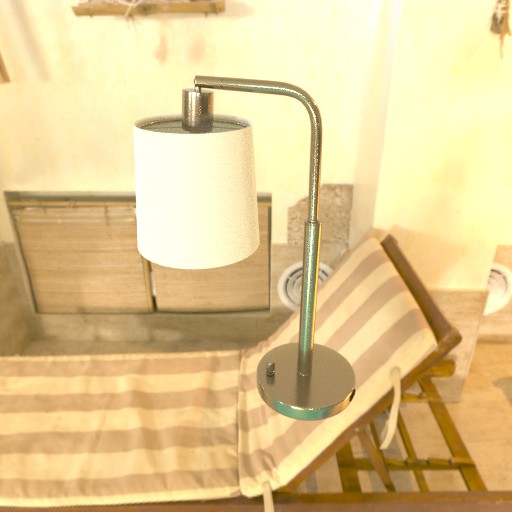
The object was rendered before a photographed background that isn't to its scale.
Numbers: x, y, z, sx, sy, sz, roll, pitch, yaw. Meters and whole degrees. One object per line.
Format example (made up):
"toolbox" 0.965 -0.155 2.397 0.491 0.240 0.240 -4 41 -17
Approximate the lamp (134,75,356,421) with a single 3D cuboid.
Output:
"lamp" 0.000 0.000 0.645 0.333 0.489 0.171 0 26 -1
